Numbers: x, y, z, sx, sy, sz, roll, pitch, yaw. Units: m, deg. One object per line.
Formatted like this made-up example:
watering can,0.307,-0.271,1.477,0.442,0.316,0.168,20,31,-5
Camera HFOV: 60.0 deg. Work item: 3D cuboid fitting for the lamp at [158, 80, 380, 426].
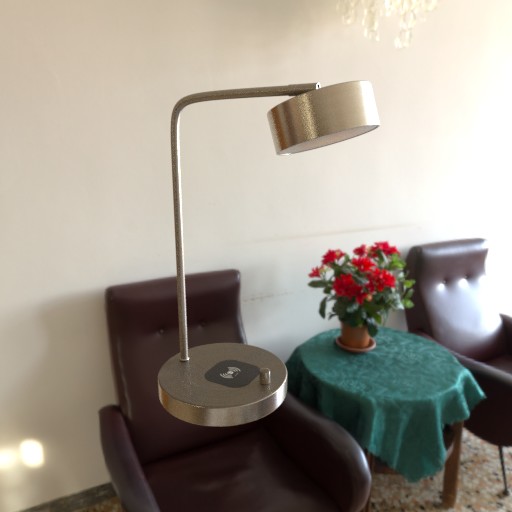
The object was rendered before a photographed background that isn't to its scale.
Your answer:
lamp,0.000,0.000,0.653,0.334,0.469,0.211,8,16,27
